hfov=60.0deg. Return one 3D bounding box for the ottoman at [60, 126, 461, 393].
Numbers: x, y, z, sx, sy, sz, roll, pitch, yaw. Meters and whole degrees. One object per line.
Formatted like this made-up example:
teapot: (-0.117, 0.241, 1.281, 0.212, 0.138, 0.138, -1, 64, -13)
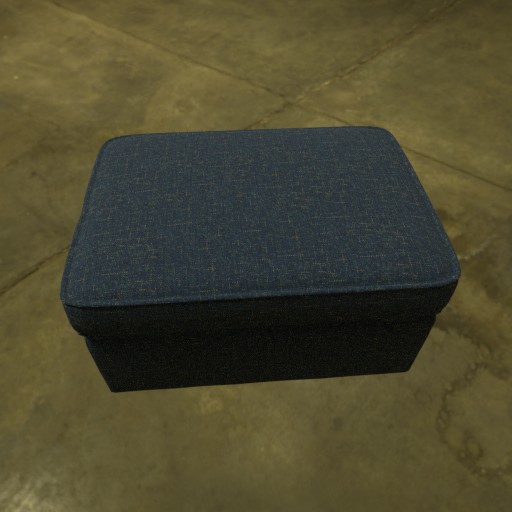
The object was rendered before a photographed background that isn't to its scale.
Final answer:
ottoman: (0.000, 0.000, 1.088, 0.749, 0.450, 0.549, -3, 47, -3)
